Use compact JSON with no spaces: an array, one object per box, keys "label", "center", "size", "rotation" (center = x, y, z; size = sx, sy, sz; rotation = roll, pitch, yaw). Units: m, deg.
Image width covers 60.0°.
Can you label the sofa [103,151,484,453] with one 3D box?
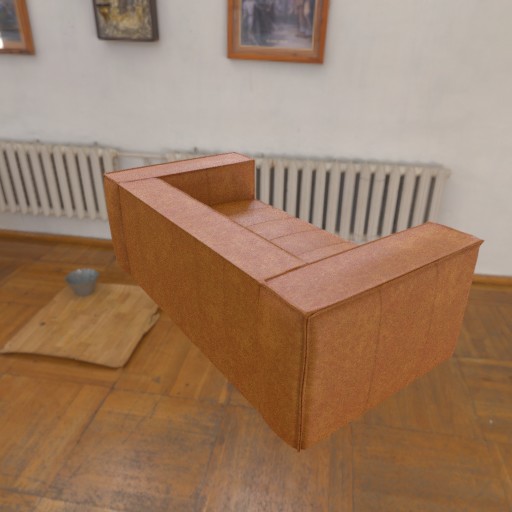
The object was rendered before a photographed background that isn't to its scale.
[{"label":"sofa","center":[0.000,0.000,2.583],"size":[1.102,0.703,2.088],"rotation":[-18,31,-31]}]
